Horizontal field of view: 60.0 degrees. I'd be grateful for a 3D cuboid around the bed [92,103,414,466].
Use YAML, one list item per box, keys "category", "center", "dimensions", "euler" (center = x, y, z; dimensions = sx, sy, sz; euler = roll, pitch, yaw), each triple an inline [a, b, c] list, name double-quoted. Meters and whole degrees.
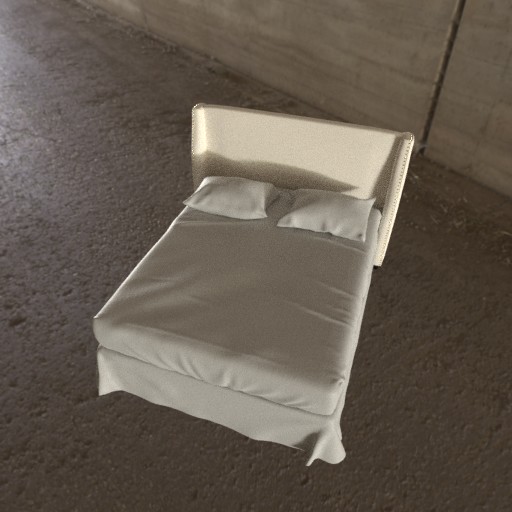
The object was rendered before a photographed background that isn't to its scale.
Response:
- category: "bed"
  center: [0.000, 0.000, 3.405]
  dimensions: [1.925, 1.332, 2.276]
  euler: [13, 43, 14]
